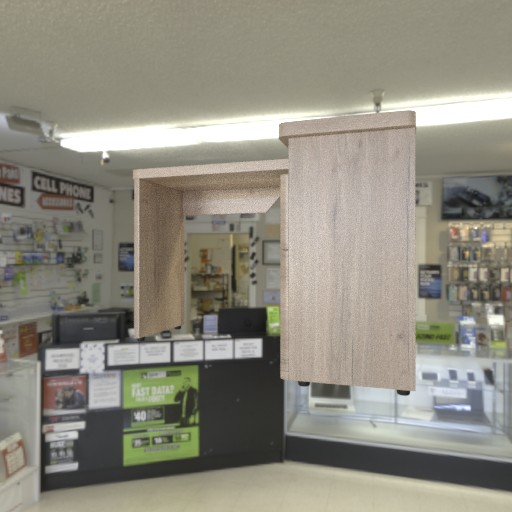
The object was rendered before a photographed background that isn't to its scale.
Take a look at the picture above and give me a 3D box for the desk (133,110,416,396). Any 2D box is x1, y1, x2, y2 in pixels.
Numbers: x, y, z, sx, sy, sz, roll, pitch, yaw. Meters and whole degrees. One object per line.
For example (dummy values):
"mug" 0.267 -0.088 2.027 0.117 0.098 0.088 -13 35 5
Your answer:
"desk" 0.000 0.000 1.758 1.169 0.760 0.900 0 0 18
